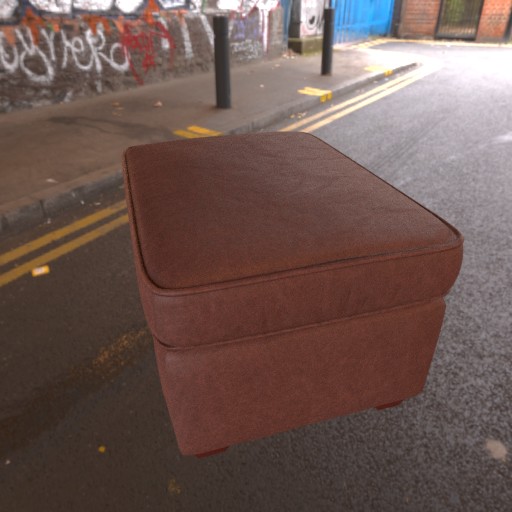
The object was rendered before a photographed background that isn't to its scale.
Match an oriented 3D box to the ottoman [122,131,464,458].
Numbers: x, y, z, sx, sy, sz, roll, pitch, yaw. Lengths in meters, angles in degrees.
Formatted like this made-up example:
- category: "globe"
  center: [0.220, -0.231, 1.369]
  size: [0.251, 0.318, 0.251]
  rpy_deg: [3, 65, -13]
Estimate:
- category: "ottoman"
  center: [0.000, 0.000, 1.051]
  size: [0.548, 0.449, 0.749]
  rpy_deg: [-9, 32, -15]
